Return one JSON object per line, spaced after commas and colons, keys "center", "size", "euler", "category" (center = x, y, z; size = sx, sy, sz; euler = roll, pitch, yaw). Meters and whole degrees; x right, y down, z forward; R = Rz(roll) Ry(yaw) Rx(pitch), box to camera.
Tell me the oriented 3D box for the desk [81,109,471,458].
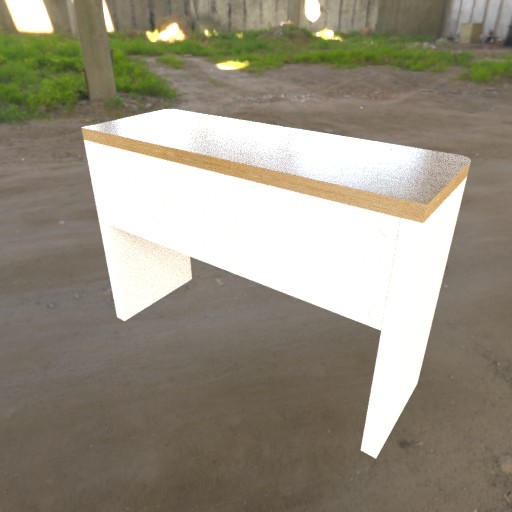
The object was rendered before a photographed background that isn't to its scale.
{"center": [0.000, 0.000, 1.462], "size": [1.100, 0.760, 0.390], "euler": [19, 34, 31], "category": "desk"}
